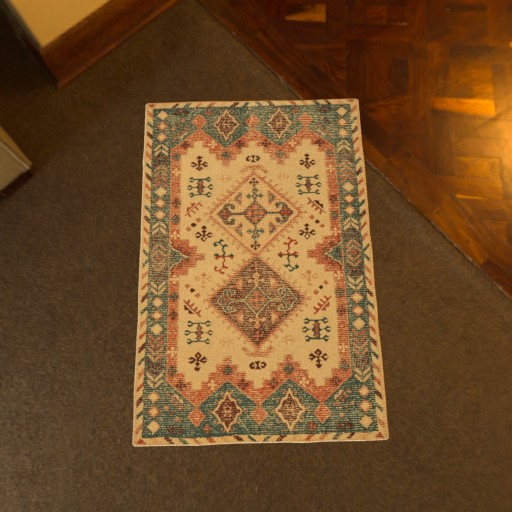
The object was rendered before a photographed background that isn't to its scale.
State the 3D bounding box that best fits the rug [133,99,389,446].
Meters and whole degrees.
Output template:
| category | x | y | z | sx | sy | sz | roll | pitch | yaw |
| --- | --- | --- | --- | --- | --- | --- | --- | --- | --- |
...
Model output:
| category | x | y | z | sx | sy | sz | roll | pitch | yaw |
| --- | --- | --- | --- | --- | --- | --- | --- | --- | --- |
| rug | 0.000 | 0.000 | 2.327 | 1.225 | 0.015 | 1.840 | -1 | 76 | 0 |
